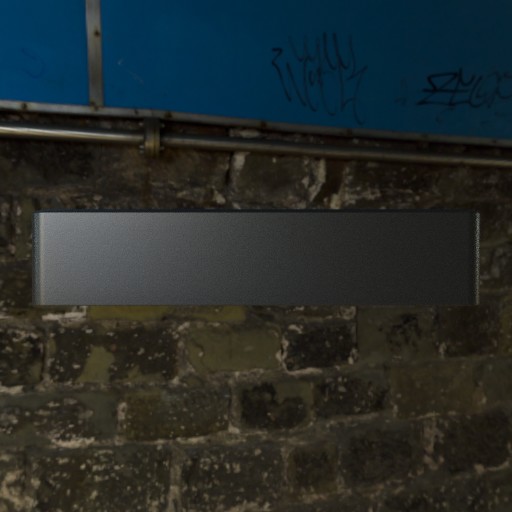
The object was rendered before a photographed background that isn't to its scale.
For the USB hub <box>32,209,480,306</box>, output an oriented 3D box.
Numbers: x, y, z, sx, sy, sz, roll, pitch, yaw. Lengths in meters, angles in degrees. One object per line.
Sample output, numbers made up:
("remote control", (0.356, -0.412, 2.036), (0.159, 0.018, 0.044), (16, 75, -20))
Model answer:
("USB hub", (0.000, 0.000, 0.127), (0.110, 0.023, 0.044), (0, 1, 0))
